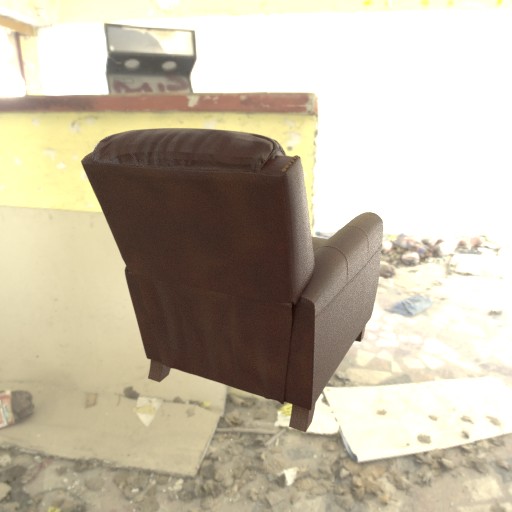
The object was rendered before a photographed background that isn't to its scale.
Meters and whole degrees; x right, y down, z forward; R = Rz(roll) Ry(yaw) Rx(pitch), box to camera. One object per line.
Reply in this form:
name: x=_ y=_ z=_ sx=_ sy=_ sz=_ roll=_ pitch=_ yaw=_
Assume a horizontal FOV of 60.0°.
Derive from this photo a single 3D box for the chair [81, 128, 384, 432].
chair: x=0.000 y=0.000 z=1.827 sx=0.826 sy=1.022 sz=1.089 roll=9 pitch=19 yaw=27
